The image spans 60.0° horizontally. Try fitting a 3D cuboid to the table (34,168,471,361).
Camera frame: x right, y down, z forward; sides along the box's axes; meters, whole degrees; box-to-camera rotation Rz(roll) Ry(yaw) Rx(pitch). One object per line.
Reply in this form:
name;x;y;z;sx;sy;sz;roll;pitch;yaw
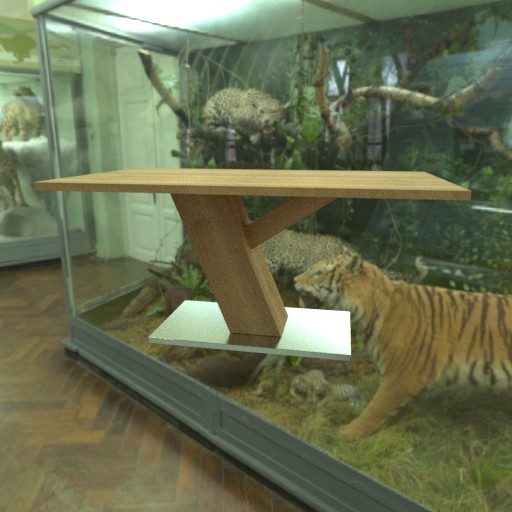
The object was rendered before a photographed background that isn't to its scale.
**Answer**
table;0.000;0.000;2.109;1.600;0.750;0.900;3;15;11
